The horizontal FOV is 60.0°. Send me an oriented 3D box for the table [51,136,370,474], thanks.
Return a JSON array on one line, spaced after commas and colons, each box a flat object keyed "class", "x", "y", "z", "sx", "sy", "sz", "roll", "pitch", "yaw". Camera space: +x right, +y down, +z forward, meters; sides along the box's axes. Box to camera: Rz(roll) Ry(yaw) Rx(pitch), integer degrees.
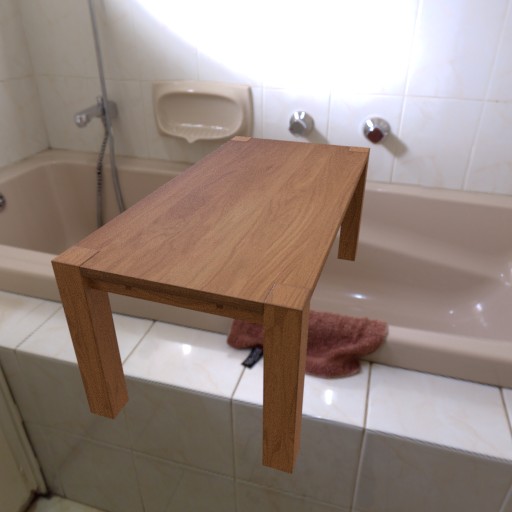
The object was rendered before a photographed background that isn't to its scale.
[{"class": "table", "x": 0.000, "y": 0.000, "z": 2.347, "sx": 0.900, "sy": 0.760, "sz": 1.800, "roll": 9, "pitch": 31, "yaw": 16}]
